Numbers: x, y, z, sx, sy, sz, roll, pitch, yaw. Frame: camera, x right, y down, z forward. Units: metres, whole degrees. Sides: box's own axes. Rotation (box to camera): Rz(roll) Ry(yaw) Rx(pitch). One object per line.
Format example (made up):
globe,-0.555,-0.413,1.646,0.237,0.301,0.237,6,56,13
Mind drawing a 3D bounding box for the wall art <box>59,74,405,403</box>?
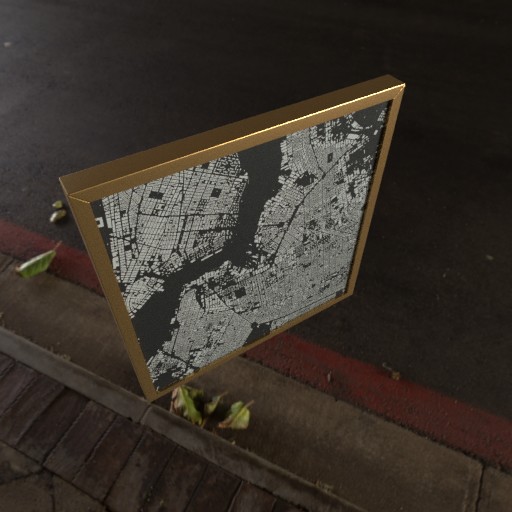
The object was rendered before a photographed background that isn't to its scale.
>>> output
wall art,0.000,0.000,0.464,0.305,0.305,0.023,-24,51,-21
